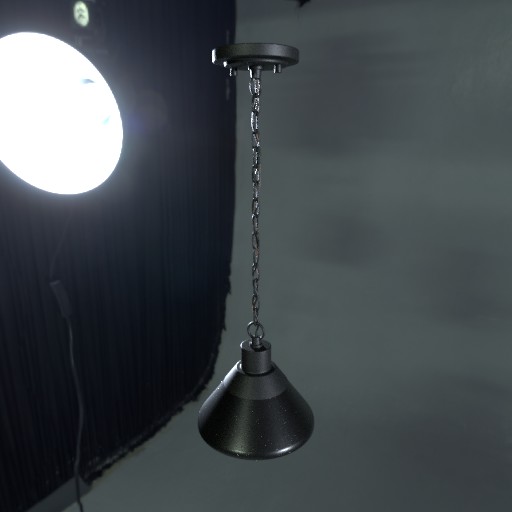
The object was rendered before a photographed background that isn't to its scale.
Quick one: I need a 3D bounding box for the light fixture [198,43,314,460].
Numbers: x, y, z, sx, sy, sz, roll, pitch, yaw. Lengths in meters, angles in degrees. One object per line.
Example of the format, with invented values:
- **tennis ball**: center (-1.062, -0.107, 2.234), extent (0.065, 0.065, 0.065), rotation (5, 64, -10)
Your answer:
- **light fixture**: center (0.000, 0.000, 0.692), extent (0.201, 0.588, 0.201), rotation (8, 17, 26)
